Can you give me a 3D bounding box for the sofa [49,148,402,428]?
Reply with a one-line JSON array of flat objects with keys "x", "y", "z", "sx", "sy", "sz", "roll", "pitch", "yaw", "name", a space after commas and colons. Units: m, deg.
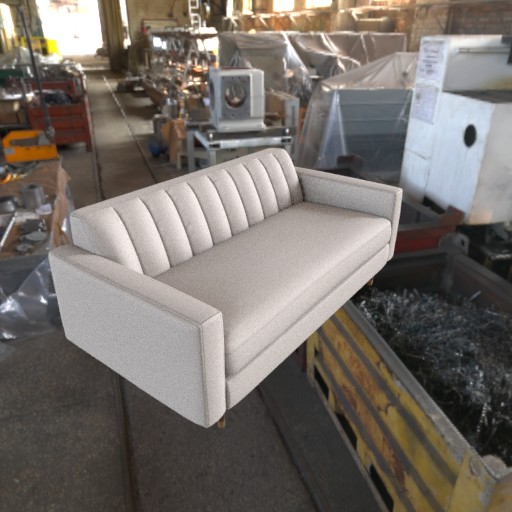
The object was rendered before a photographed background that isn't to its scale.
[{"x": 0.000, "y": 0.000, "z": 2.502, "sx": 0.969, "sy": 0.814, "sz": 1.895, "roll": 19, "pitch": 33, "yaw": 33, "name": "sofa"}]
